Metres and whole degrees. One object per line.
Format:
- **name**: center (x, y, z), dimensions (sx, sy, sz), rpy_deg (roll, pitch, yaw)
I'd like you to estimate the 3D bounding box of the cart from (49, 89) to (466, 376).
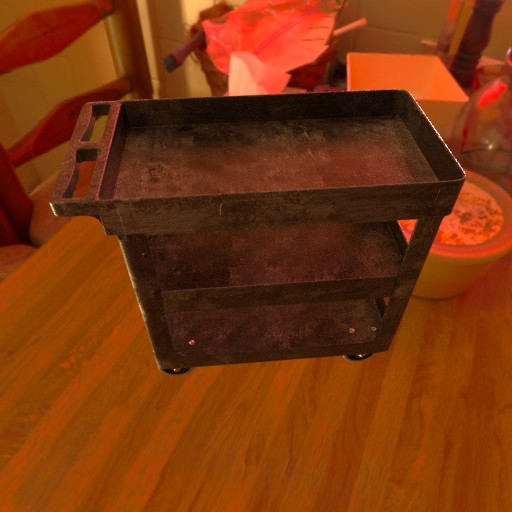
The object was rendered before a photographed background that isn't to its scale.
- **cart**: center (0.000, 0.000, 1.351), dimensions (0.877, 0.824, 0.420), rpy_deg (-4, 47, -3)
